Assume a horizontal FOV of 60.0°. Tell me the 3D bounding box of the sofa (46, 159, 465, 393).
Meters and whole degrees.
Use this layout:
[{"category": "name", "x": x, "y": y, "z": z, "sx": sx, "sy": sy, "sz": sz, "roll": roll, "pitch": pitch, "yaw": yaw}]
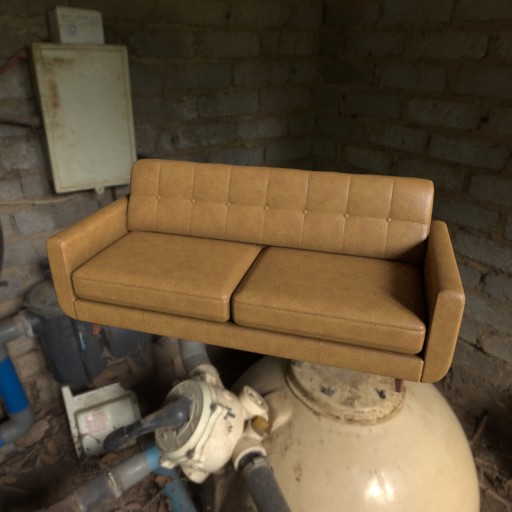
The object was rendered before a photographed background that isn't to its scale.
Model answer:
[{"category": "sofa", "x": 0.000, "y": 0.000, "z": 2.620, "sx": 2.137, "sy": 0.892, "sz": 0.980, "roll": 7, "pitch": 26, "yaw": 15}]
